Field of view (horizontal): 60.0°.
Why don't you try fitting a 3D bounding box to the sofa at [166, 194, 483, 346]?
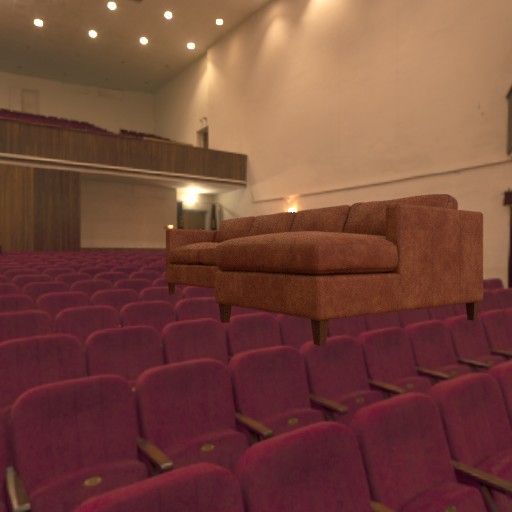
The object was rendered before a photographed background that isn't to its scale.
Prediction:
[{"bbox_3d":[0.000,0.000,3.891,1.581,0.883,3.203,0,0,-36],"label":"sofa"}]
